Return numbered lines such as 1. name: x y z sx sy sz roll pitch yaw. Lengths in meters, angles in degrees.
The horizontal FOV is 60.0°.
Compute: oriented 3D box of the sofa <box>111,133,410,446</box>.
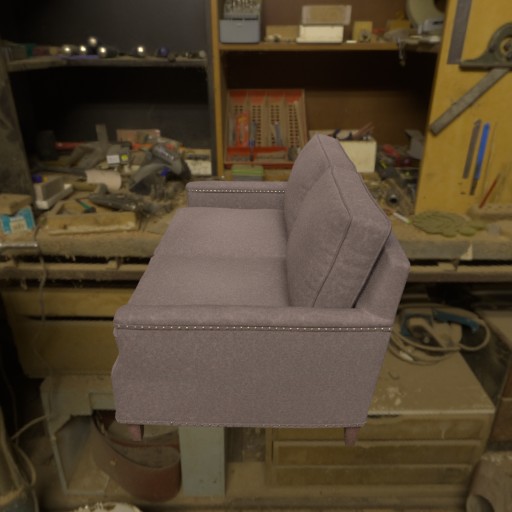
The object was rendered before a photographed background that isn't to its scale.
1. sofa: 0.000 0.000 2.282 1.084 1.003 1.597 1 27 1
